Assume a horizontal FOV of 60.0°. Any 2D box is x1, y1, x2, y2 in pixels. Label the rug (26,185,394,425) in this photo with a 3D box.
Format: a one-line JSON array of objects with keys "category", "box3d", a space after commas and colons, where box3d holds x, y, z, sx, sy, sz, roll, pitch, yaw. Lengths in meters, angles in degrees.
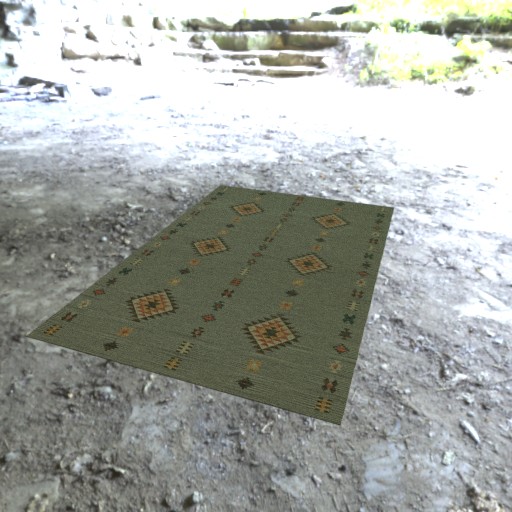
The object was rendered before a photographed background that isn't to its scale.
[{"category": "rug", "box3d": [0.000, 0.000, 2.267, 1.217, 0.005, 1.818, 10, 30, 18]}]
